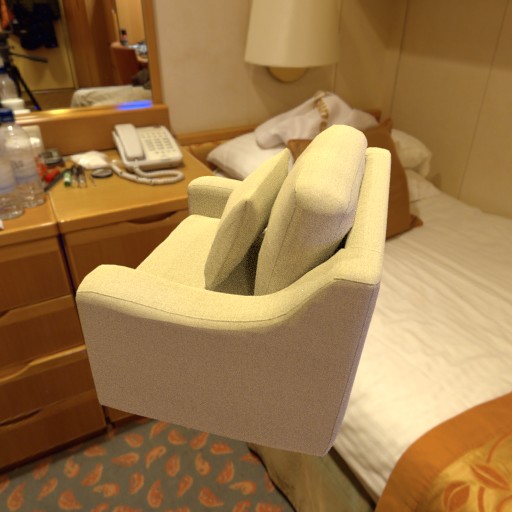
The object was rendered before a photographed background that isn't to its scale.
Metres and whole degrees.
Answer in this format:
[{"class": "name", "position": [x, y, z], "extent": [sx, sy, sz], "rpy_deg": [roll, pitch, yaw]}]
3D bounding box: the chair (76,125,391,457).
[{"class": "chair", "position": [0.000, 0.000, 1.913], "extent": [1.009, 1.016, 1.178], "rpy_deg": [8, 32, 14]}]
